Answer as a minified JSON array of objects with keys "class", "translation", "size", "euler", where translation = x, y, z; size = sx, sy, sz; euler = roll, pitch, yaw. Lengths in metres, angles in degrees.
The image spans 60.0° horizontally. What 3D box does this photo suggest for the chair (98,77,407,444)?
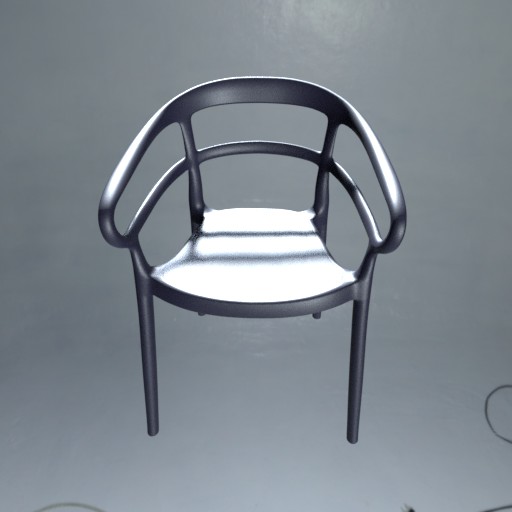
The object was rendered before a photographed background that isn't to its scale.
[{"class":"chair","translation":[0.000,0.000,1.108],"size":[0.559,0.761,0.527],"euler":[1,31,2]}]
